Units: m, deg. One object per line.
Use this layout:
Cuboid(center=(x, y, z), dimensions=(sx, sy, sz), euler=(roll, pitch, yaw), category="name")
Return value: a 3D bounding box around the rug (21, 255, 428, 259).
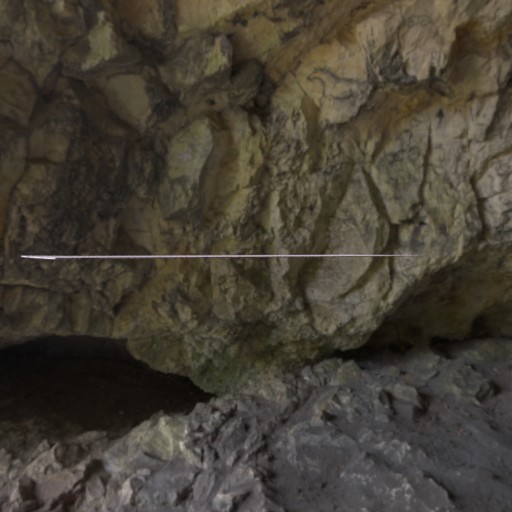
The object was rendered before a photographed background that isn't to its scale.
Cuboid(center=(0.000, 0.000, 2.696), dimensions=(2.443, 0.009, 0.771), euler=(0, 1, -37), category="rug")
